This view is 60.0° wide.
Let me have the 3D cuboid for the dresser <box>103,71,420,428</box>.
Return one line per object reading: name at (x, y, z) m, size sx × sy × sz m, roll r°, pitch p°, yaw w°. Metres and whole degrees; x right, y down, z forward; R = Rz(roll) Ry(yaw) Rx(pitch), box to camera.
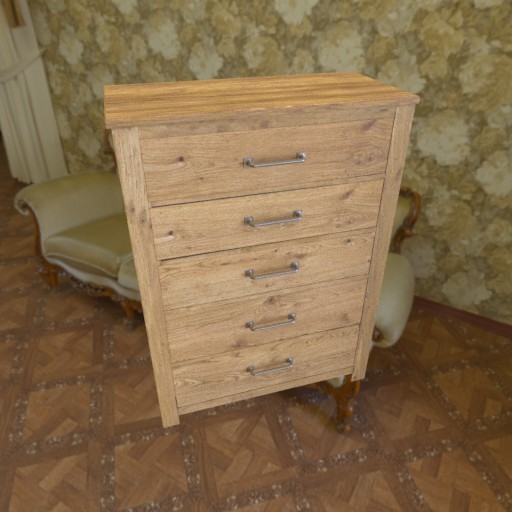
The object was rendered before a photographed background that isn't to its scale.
dresser at (0.000, 0.000, 2.017) m, size 1.081 × 1.431 × 0.558 m, roll -9°, pitch 33°, yaw -14°
